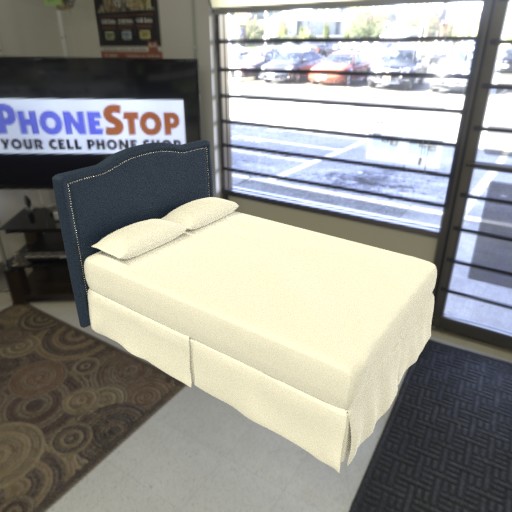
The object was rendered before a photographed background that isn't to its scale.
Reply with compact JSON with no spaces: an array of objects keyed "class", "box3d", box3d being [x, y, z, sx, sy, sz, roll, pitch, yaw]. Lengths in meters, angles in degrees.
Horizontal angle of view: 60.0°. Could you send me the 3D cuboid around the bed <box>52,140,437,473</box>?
[{"class":"bed","box3d":[0.000,0.000,3.481,2.507,1.441,1.741,17,31,32]}]
